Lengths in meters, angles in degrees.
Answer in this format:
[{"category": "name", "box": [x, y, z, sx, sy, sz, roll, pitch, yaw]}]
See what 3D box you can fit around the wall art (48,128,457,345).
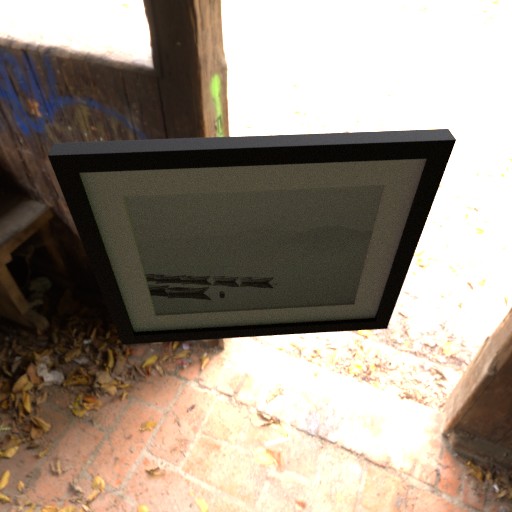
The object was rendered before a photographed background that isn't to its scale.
[{"category": "wall art", "box": [0.000, 0.000, 0.773, 0.554, 0.454, 0.030, -3, 46, -3]}]
